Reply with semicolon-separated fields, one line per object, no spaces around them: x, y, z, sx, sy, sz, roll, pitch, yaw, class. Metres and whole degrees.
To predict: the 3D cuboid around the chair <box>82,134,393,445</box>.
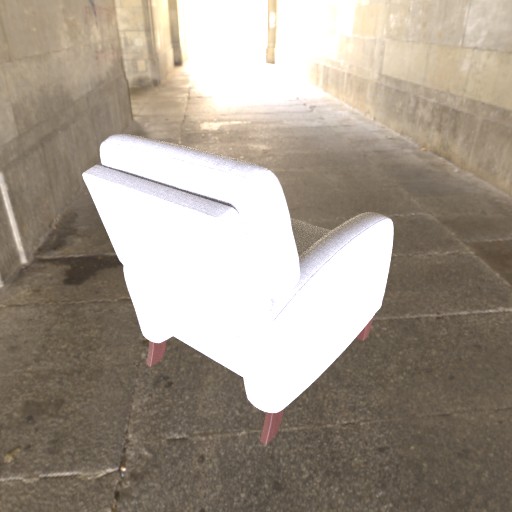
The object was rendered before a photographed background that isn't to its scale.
0.000;0.000;1.731;0.762;0.990;0.990;21;35;34;chair
